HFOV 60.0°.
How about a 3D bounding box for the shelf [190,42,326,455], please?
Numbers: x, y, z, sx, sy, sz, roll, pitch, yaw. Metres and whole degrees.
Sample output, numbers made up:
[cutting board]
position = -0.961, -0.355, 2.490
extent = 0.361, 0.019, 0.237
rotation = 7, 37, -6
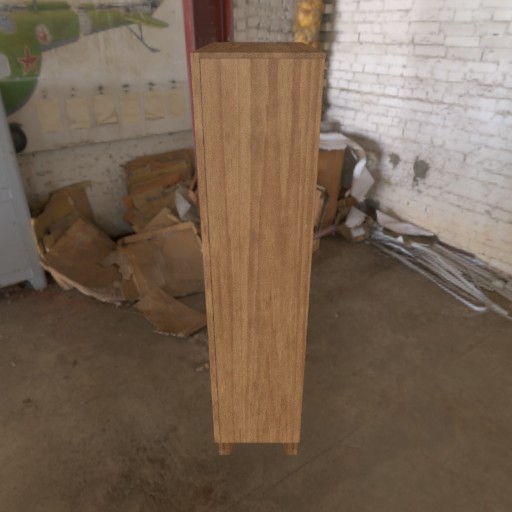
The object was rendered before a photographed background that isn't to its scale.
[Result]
[shelf]
position = 0.000, 0.000, 2.255
extent = 0.453, 1.930, 0.864
rotation = 0, 28, 0
